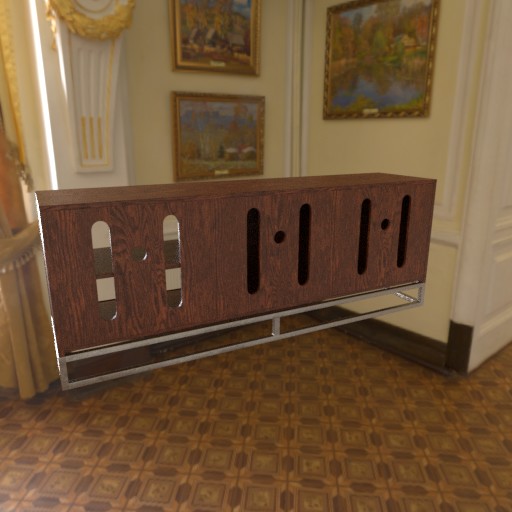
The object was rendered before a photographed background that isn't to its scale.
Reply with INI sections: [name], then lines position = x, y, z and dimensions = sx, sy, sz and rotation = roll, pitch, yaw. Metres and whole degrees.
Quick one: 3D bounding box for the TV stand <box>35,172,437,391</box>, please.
[TV stand]
position = 0.000, 0.000, 1.796
dimensions = 1.541, 0.578, 0.382
rotation = -8, 18, -26
